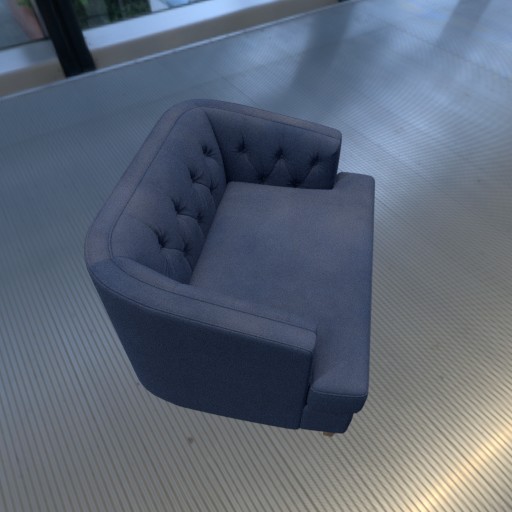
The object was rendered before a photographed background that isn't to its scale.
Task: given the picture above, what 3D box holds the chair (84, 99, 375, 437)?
[{"bbox_3d":[0.000,0.000,1.782,0.914,0.787,1.118,8,48,8],"label":"chair"}]
